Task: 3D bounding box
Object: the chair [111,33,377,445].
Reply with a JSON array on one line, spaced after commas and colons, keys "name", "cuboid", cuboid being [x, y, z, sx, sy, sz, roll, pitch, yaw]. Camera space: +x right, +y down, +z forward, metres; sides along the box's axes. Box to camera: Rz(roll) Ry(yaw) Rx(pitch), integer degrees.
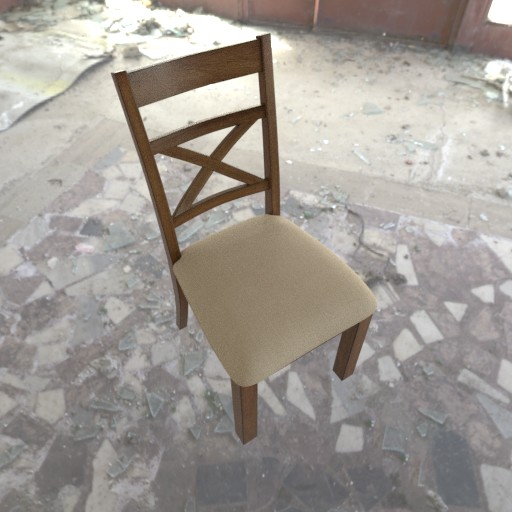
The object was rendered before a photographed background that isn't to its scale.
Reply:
[{"name": "chair", "cuboid": [0.000, 0.000, 1.238, 0.461, 0.949, 0.581, -25, 52, -21]}]
